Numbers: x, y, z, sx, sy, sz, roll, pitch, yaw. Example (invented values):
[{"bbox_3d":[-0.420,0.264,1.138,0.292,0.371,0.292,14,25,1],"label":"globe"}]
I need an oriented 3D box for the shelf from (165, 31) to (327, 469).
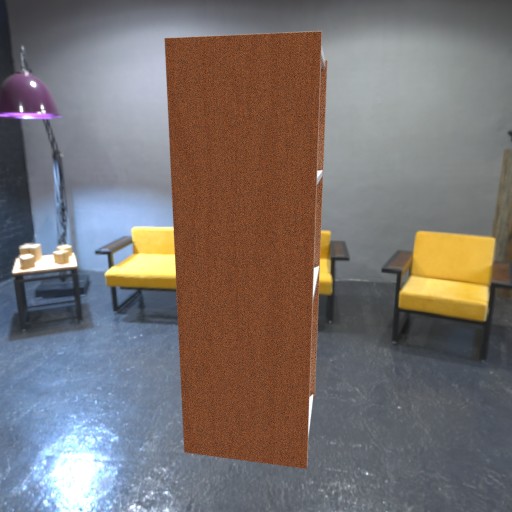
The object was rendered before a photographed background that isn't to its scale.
[{"bbox_3d":[0.000,0.000,1.054,0.290,0.900,0.300,3,15,10],"label":"shelf"}]
